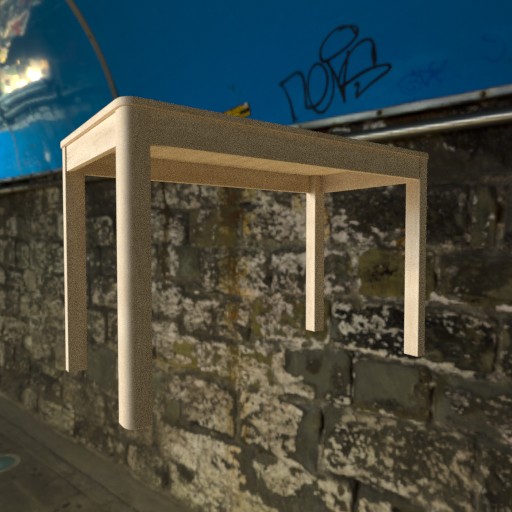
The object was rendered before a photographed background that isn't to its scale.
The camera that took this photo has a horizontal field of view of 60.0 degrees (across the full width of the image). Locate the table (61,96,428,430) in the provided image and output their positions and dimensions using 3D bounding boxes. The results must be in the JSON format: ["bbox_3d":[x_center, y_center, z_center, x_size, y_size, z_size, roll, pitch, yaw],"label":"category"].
[{"bbox_3d":[0.000,0.000,1.884,1.400,0.900,0.750,-2,3,-36],"label":"table"}]
